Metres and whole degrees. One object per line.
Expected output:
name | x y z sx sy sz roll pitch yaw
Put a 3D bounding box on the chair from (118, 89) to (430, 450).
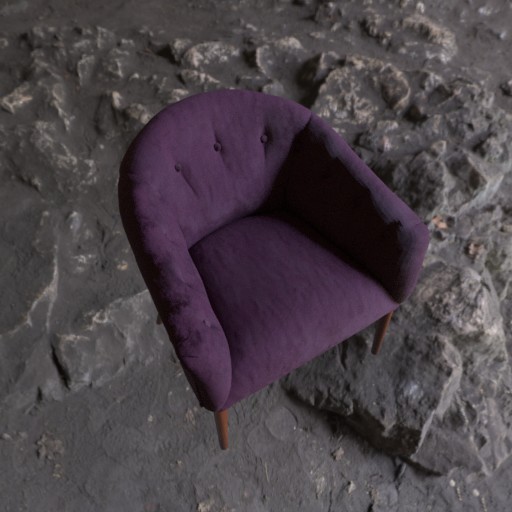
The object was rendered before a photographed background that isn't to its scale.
chair | 0.000 0.000 1.524 0.851 0.885 0.776 -24 50 -22
